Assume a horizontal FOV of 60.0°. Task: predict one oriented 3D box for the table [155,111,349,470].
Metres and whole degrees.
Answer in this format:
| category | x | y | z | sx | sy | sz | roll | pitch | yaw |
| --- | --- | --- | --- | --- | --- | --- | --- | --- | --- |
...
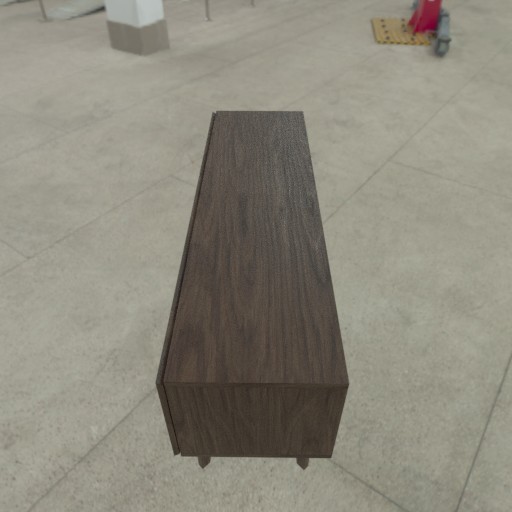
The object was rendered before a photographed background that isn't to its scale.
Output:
| category | x | y | z | sx | sy | sz | roll | pitch | yaw |
| --- | --- | --- | --- | --- | --- | --- | --- | --- | --- |
| table | 0.000 | 0.000 | 1.616 | 0.405 | 0.508 | 1.397 | 0 | 41 | 1 |
